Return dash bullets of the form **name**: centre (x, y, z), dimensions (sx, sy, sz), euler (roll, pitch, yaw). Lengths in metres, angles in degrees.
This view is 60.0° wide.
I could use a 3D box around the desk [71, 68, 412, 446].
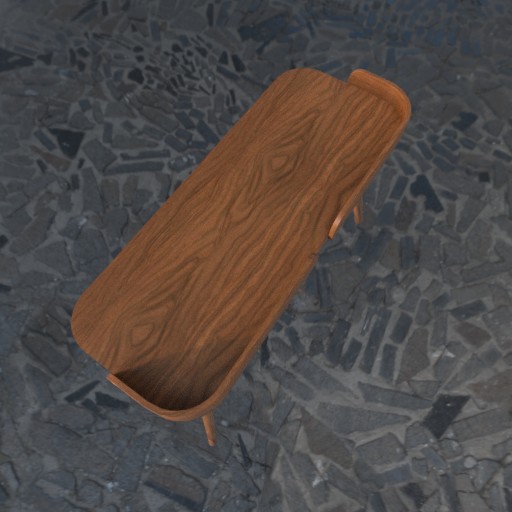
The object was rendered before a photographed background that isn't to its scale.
- **desk**: centre (0.000, 0.000, 1.643), dimensions (0.486, 0.800, 1.256), euler (31, 68, 14)
